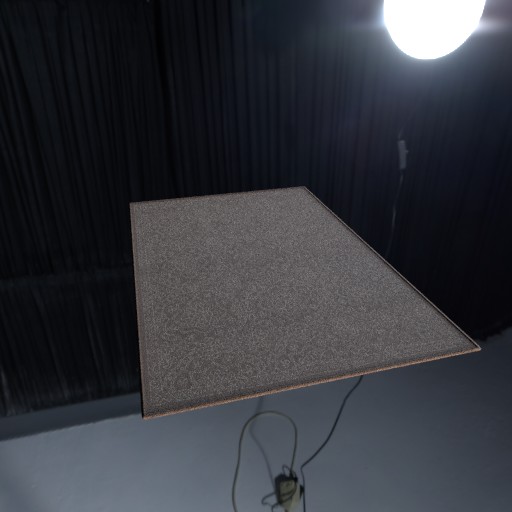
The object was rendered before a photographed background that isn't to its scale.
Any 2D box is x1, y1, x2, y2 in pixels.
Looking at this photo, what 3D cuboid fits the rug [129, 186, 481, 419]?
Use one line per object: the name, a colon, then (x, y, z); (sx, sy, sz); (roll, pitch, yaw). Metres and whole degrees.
rug: (0.000, 0.000, 2.824); (1.524, 0.011, 2.286); (-7, 29, -13)
